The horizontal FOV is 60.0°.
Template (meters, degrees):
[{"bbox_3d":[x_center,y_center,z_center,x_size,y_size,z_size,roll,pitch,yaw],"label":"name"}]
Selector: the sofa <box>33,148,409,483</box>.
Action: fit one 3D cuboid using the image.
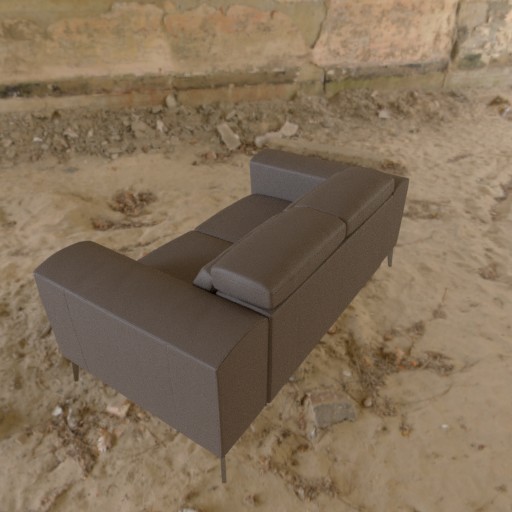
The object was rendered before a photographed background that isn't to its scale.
[{"bbox_3d":[0.000,0.000,2.374,1.003,0.779,1.895,20,37,28],"label":"sofa"}]
